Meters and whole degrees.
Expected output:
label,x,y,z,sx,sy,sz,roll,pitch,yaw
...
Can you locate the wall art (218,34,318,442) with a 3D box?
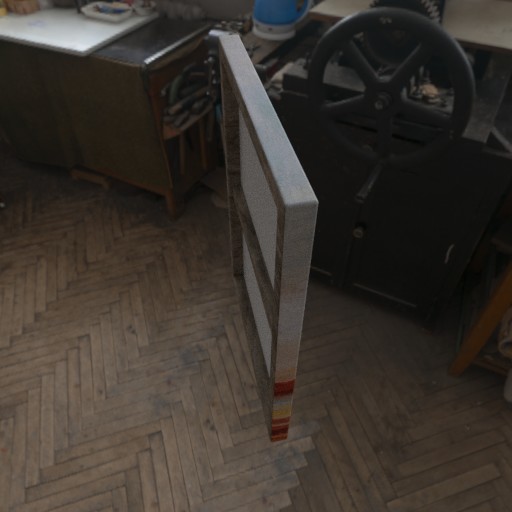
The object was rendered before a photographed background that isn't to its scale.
label,x,y,z,sx,sy,sz,roll,pitch,yaw
wall art,0.000,0.000,0.802,0.035,0.605,0.443,-9,47,-8
